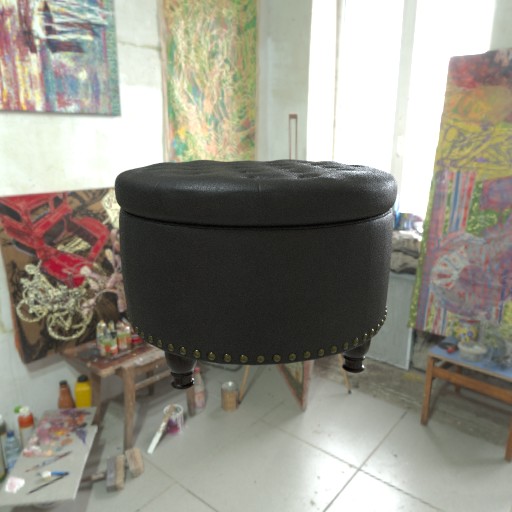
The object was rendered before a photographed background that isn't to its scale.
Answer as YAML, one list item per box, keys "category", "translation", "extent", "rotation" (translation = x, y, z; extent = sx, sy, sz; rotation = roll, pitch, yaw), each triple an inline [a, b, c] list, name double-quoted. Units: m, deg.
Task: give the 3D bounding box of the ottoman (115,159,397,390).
- category: "ottoman"
  translation: [0.000, 0.000, 1.090]
  extent: [0.637, 0.442, 0.637]
  rotation: [0, 15, 0]
